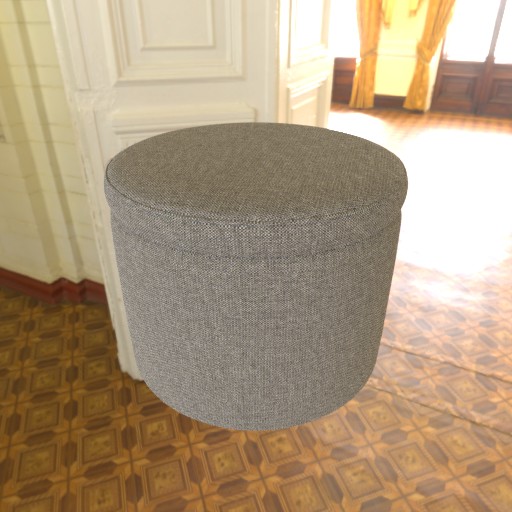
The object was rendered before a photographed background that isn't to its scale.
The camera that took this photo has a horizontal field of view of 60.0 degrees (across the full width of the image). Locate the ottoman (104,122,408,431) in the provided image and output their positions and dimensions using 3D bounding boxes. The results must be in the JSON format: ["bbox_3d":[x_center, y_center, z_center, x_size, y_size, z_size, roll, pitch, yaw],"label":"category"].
[{"bbox_3d":[0.000,0.000,0.873,0.520,0.430,0.520,0,30,0],"label":"ottoman"}]
